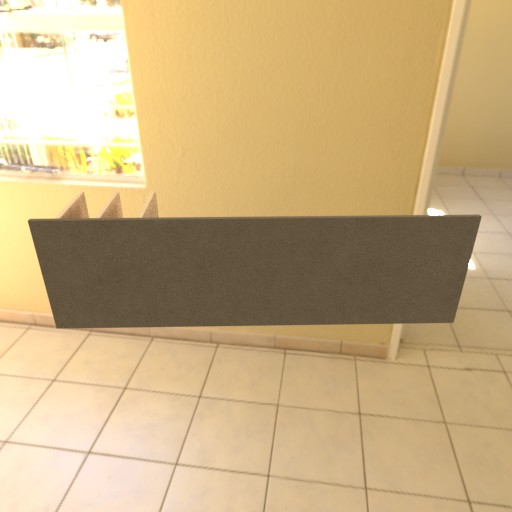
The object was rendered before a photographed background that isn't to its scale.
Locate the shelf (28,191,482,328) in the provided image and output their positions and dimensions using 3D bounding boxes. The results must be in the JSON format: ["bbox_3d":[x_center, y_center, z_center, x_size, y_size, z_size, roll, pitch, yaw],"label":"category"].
[{"bbox_3d":[0.000,0.000,1.154,1.020,0.300,0.200,-1,29,-1],"label":"shelf"}]
